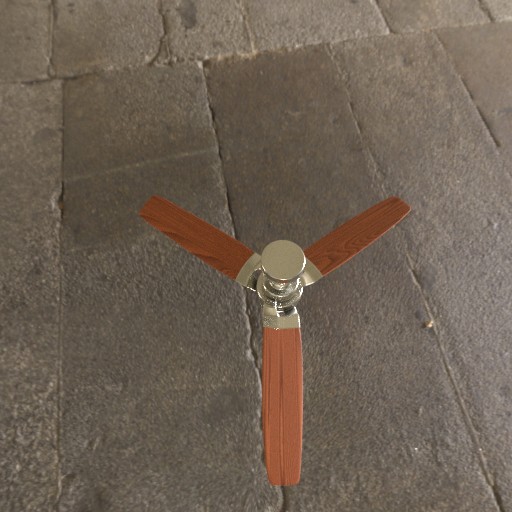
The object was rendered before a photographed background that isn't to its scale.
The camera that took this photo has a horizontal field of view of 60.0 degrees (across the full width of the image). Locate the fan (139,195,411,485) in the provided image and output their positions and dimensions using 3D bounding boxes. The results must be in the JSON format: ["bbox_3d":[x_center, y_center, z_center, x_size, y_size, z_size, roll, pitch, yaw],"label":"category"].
[{"bbox_3d":[0.000,0.000,1.960,1.271,0.410,1.416,32,68,15],"label":"fan"}]
